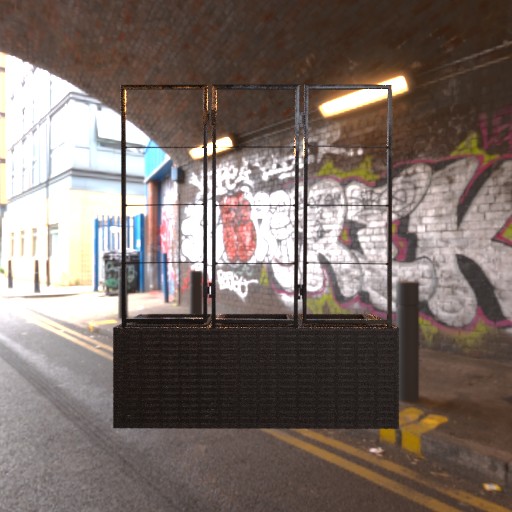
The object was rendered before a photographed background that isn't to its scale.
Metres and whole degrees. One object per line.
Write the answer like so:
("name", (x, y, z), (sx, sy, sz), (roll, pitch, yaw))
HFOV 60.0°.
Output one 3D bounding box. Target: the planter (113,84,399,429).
("planter", (0.000, 0.000, 1.196), (0.698, 0.841, 0.244), (0, 0, 0))
